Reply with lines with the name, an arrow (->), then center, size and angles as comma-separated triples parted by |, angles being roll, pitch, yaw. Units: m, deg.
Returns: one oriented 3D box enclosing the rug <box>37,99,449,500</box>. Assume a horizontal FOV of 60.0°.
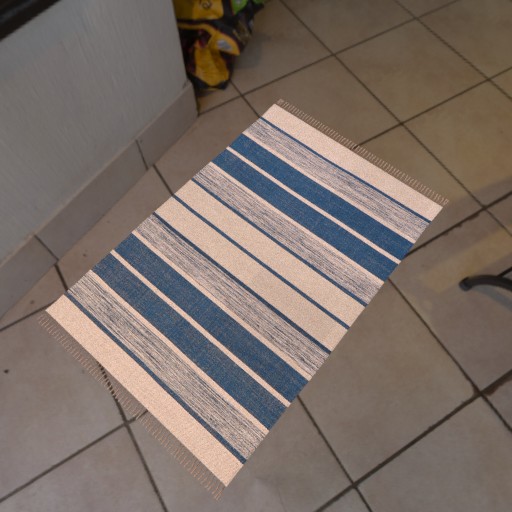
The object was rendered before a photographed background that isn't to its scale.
rug -> 0.000, 0.000, 2.951 | 1.532, 0.010, 2.441 | 37, 69, 17
